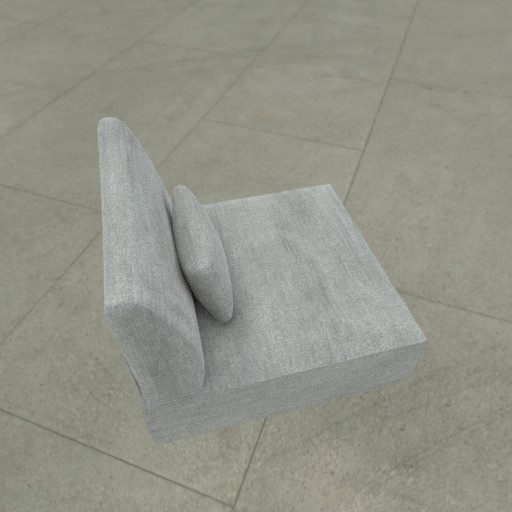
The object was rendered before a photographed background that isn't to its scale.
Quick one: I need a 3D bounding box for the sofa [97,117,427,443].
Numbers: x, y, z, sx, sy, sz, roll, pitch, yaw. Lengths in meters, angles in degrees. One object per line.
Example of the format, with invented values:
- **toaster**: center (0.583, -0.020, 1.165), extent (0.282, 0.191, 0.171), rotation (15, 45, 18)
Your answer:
- **sofa**: center (0.000, 0.000, 1.693), extent (1.000, 0.820, 0.930), rotation (-11, 48, -10)
